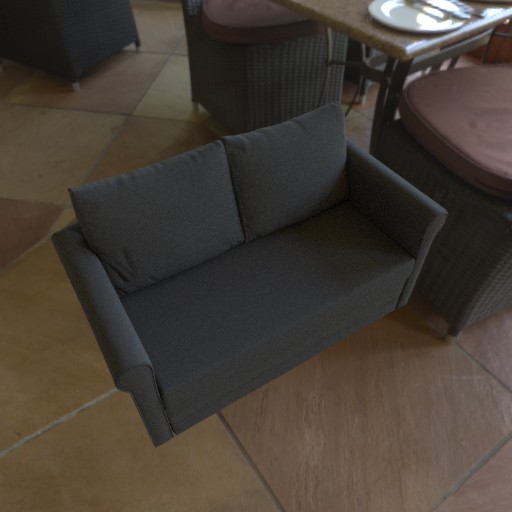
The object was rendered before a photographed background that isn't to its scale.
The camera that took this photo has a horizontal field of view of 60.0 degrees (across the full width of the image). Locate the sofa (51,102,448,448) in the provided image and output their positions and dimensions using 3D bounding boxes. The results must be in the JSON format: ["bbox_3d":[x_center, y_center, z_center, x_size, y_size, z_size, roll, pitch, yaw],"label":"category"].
[{"bbox_3d":[0.000,0.000,1.930,1.460,0.872,0.741,-24,52,-21],"label":"sofa"}]
